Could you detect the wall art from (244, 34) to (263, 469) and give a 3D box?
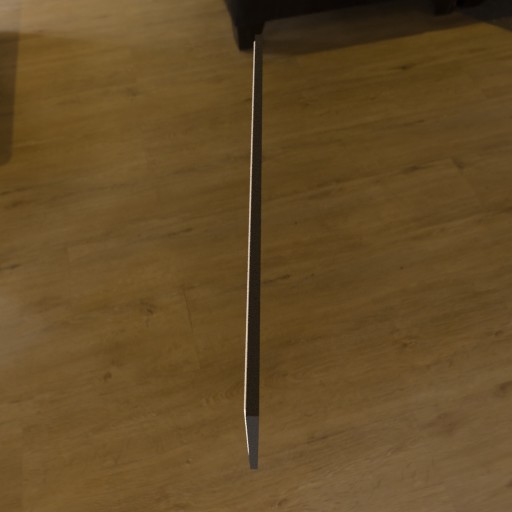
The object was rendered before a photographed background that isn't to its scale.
[{"bbox_3d":[0.000,0.000,1.464,0.028,0.805,1.190,1,58,0],"label":"wall art"}]
